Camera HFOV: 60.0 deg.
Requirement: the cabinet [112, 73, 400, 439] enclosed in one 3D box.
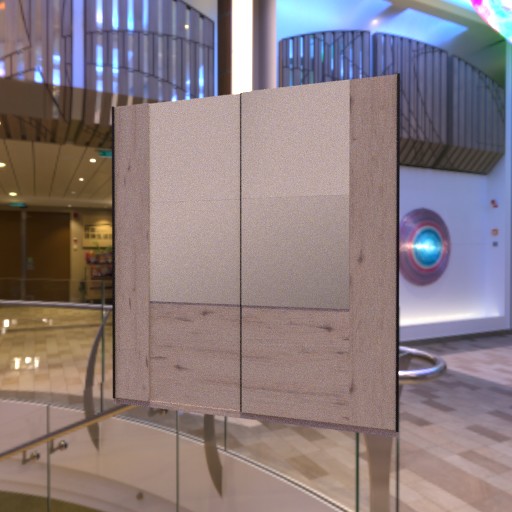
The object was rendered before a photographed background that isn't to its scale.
[{"bbox_3d":[0.000,0.000,3.254,2.000,2.180,0.660,0,1,18],"label":"cabinet"}]
